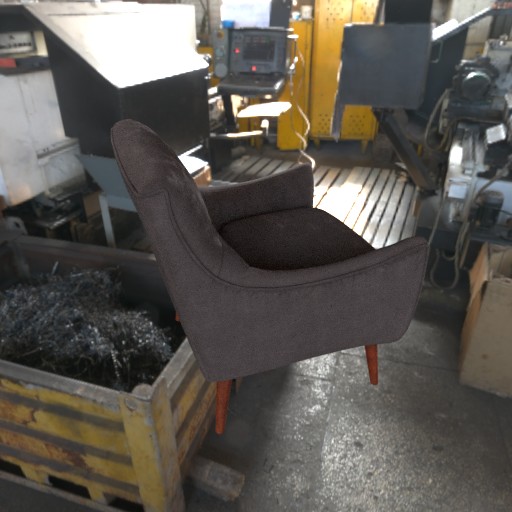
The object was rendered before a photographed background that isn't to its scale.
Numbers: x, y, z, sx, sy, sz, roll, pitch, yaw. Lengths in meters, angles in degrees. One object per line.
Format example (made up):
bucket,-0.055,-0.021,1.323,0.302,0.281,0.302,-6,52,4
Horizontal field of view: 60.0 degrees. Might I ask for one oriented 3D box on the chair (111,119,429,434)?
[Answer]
chair,0.000,0.000,1.473,0.787,0.838,0.762,-11,32,-18
